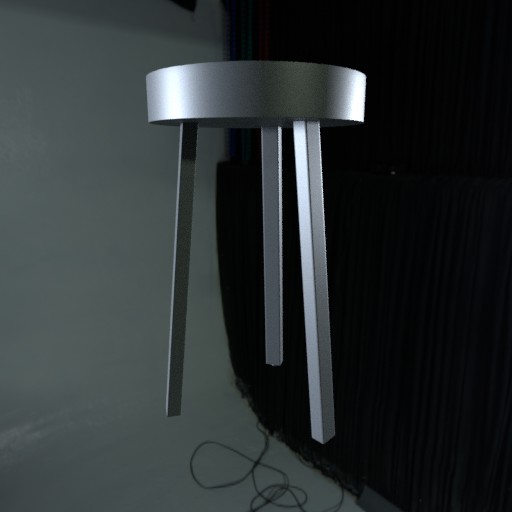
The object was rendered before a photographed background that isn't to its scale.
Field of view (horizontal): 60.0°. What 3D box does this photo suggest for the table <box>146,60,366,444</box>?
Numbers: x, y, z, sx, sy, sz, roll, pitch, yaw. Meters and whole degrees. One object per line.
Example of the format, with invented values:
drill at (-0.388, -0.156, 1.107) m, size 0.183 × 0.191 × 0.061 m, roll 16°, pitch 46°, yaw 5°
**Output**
table at (0.000, 0.000, 0.924) m, size 0.406 × 0.686 × 0.406 m, roll -13°, pitch 19°, yaw -42°
